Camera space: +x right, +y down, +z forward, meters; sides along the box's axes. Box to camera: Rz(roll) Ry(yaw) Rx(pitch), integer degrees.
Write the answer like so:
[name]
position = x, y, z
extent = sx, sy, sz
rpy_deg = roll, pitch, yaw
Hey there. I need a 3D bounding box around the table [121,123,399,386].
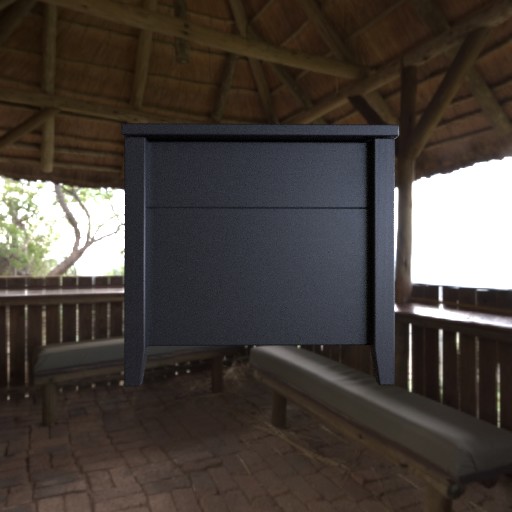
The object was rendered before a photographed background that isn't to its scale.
[table]
position = 0.000, 0.000, 1.276
extent = 0.483, 0.457, 1.016
rpy_deg = 0, 0, -1
